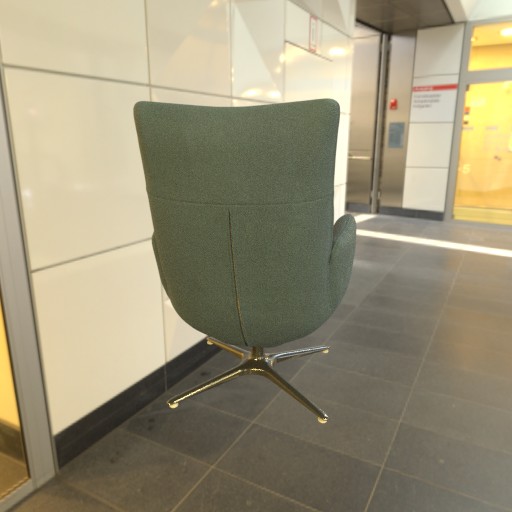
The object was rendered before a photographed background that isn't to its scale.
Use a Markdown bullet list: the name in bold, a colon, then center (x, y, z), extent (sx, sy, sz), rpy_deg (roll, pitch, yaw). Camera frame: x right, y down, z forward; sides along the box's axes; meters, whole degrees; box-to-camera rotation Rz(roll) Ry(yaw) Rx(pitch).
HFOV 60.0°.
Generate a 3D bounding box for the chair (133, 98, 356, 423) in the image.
- **chair**: center (0.000, 0.000, 1.610), extent (0.711, 1.016, 0.889), rpy_deg (2, 15, 9)
